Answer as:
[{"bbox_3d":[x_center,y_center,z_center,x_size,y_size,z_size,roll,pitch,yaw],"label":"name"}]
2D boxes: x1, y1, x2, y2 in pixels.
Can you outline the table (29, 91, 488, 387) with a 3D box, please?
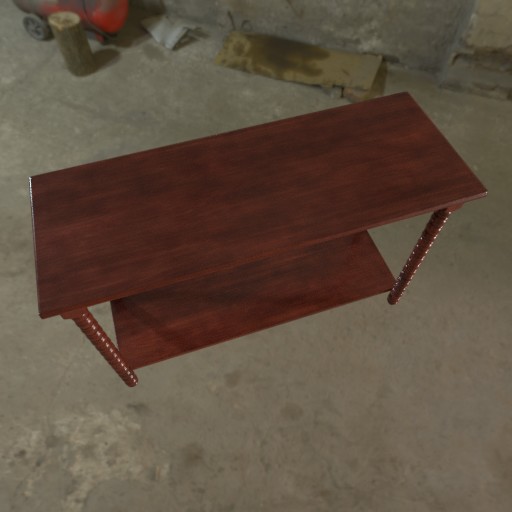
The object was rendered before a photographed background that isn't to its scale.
[{"bbox_3d":[0.000,0.000,1.523,1.184,0.740,0.459,-16,59,-10],"label":"table"}]
